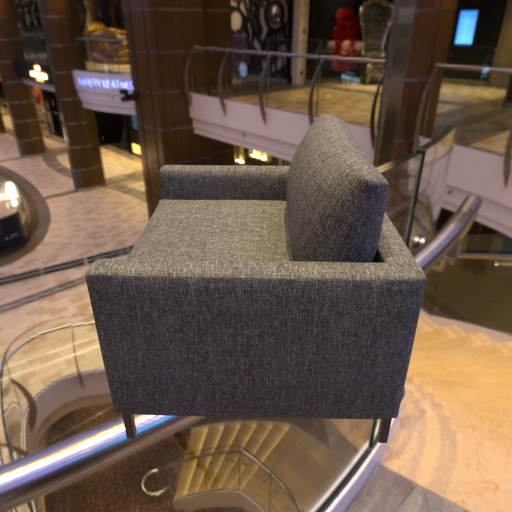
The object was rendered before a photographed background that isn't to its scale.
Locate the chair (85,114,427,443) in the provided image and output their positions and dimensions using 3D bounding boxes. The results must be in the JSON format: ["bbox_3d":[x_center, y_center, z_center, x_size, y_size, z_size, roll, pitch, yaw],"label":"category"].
[{"bbox_3d":[0.000,0.000,1.579,0.866,0.861,0.963,1,28,1],"label":"chair"}]
